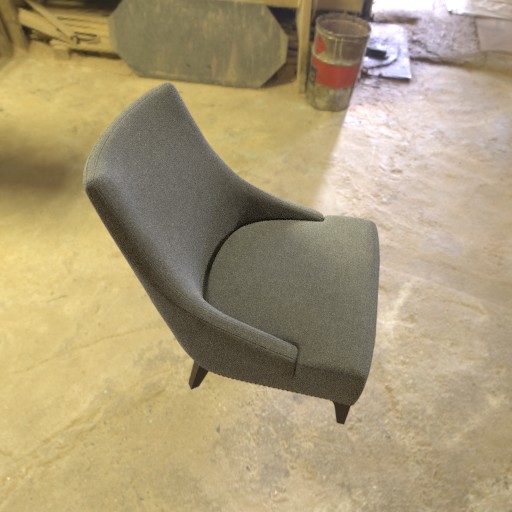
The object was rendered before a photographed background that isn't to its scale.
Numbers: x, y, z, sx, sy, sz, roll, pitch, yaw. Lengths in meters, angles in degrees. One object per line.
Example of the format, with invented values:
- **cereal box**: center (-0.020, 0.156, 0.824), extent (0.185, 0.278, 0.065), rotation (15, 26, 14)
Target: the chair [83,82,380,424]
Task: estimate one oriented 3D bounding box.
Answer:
- **chair**: center (0.000, 0.000, 1.509), extent (0.861, 0.909, 0.701), rotation (10, 48, 9)
